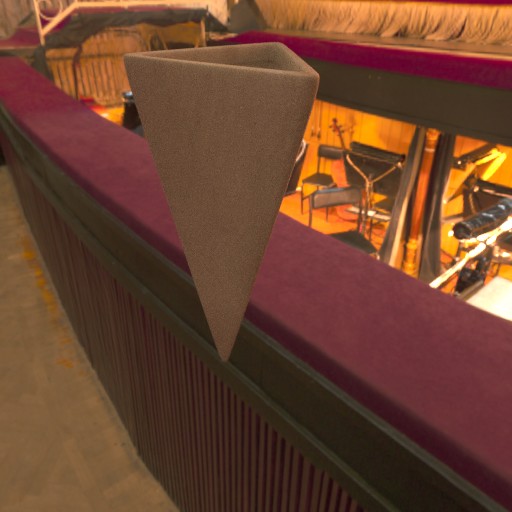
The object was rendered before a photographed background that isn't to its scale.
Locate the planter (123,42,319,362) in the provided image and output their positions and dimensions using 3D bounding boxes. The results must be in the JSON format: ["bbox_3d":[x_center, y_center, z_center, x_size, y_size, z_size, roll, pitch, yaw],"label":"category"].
[{"bbox_3d":[0.000,0.000,0.268,0.101,0.224,0.081,-23,38,-34],"label":"planter"}]
